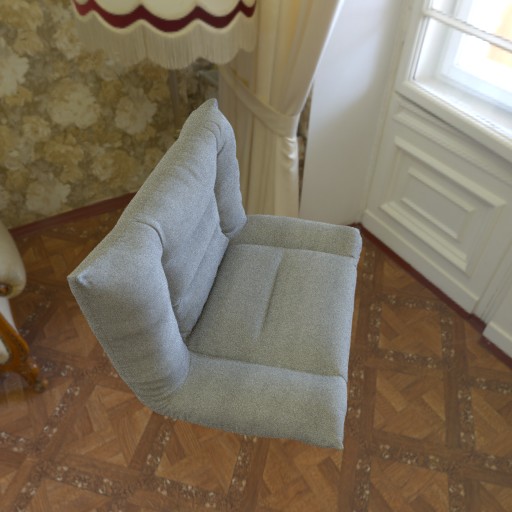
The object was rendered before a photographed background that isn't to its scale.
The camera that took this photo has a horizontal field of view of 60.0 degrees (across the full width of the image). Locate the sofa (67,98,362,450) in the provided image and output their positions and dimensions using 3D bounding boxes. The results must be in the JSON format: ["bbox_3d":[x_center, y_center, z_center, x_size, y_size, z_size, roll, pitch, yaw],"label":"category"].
[{"bbox_3d":[0.000,0.000,1.710,0.847,0.795,1.144,9,45,9],"label":"sofa"}]
